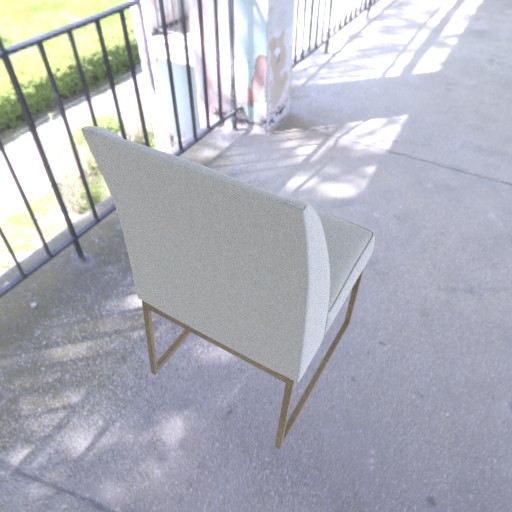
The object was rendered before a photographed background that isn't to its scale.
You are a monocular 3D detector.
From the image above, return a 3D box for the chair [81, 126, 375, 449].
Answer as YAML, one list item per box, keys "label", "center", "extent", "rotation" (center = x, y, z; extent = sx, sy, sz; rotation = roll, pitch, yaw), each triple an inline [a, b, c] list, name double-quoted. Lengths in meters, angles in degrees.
- label: "chair"
  center: [0.000, 0.000, 1.192]
  extent: [0.508, 0.863, 0.522]
  rotation: [23, 50, 21]
